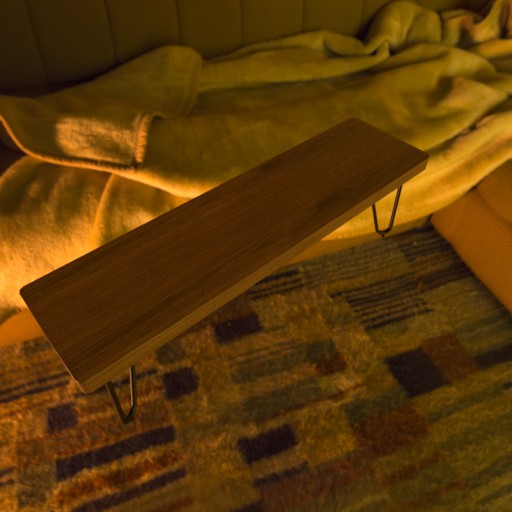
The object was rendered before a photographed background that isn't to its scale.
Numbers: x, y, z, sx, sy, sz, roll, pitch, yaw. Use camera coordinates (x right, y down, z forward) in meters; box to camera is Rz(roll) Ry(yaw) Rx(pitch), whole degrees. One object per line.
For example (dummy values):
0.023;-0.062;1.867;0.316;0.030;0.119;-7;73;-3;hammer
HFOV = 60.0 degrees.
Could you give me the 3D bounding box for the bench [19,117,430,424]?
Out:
0.000;0.000;1.761;1.570;0.462;0.425;-32;55;-27;bench
